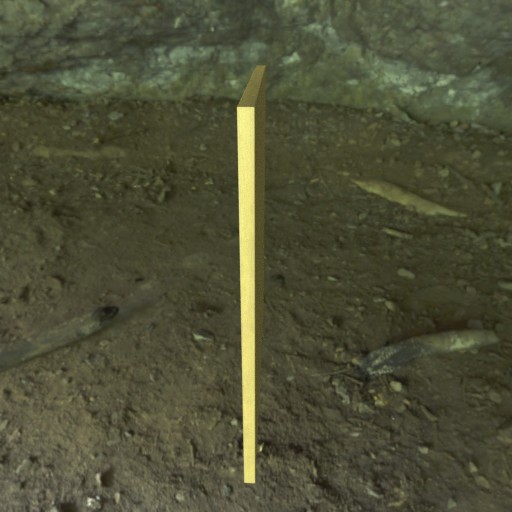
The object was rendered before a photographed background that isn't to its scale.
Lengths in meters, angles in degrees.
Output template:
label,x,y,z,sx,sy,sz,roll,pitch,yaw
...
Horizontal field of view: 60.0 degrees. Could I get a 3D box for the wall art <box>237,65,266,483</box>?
label,x,y,z,sx,sy,sz,roll,pitch,yaw
wall art,0.000,0.000,1.347,0.030,1.002,0.798,1,28,2
